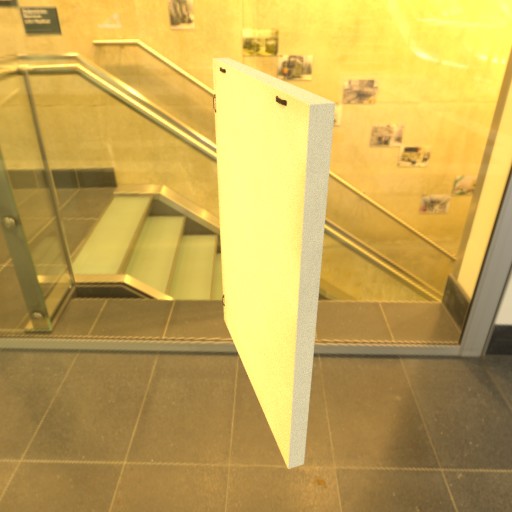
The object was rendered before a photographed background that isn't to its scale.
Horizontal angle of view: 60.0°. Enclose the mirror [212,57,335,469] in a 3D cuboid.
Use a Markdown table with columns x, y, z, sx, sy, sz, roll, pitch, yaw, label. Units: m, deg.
| x | y | z | sx | sy | sz | roll | pitch | yaw | label |
| --- | --- | --- | --- | --- | --- | --- | --- | --- | --- |
| 0.000 | 0.000 | 0.928 | 0.040 | 0.710 | 0.507 | -9 | 31 | -16 | mirror |
